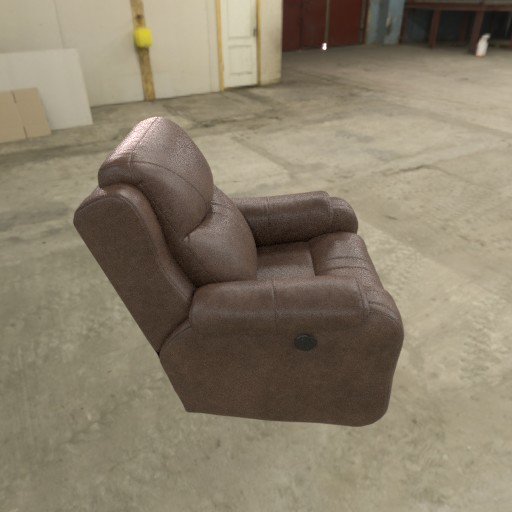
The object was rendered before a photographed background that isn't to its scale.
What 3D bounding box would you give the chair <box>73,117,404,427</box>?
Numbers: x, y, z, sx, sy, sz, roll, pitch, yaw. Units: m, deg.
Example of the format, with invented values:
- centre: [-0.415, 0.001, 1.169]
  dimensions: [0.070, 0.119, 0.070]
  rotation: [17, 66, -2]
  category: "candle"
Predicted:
- centre: [0.000, 0.000, 1.771]
  dimensions: [1.067, 0.990, 0.940]
  rotation: [0, 31, 0]
  category: "chair"
